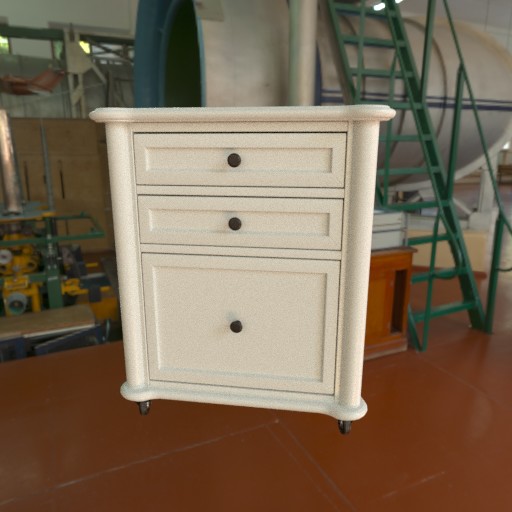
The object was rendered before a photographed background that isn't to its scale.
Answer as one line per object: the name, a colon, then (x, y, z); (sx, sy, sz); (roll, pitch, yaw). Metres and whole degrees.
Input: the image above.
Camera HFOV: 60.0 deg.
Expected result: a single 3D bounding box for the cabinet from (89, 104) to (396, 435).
cabinet: (0.000, 0.000, 1.251); (0.628, 0.761, 0.627); (2, 15, 9)
